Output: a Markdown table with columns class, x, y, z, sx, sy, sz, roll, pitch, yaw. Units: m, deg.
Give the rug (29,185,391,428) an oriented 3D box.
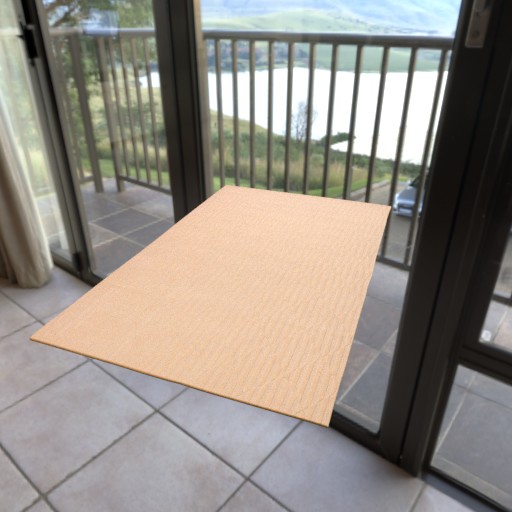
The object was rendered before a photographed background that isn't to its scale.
| class | x | y | z | sx | sy | sz | roll | pitch | yaw |
| --- | --- | --- | --- | --- | --- | --- | --- | --- | --- |
| rug | 0.000 | 0.000 | 2.982 | 1.531 | 0.014 | 2.441 | 10 | 30 | 18 |
